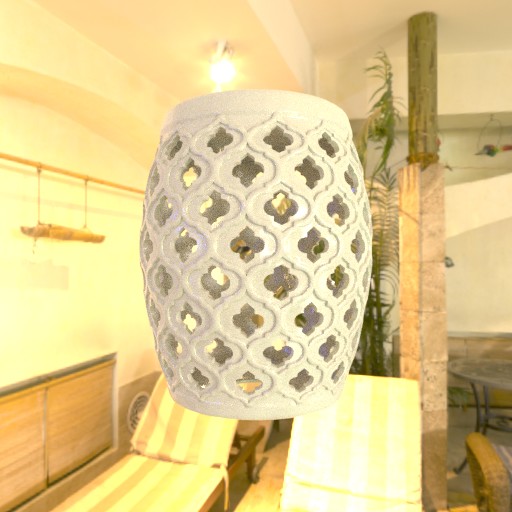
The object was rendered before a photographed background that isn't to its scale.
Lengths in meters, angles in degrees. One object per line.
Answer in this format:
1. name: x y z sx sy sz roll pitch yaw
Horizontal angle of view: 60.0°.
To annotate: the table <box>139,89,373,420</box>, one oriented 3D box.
1. table: 0.000 0.000 0.638 0.325 0.388 0.325 0 -1 0
